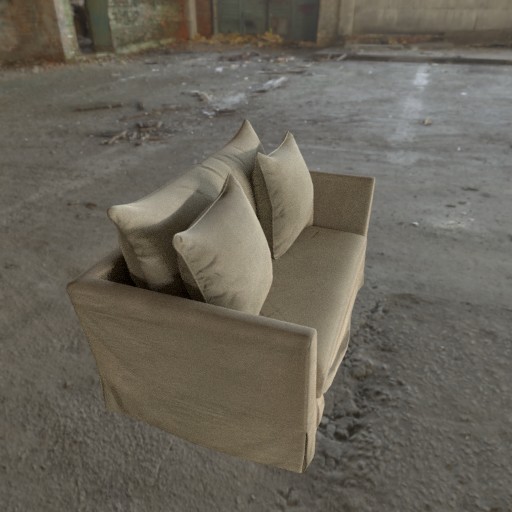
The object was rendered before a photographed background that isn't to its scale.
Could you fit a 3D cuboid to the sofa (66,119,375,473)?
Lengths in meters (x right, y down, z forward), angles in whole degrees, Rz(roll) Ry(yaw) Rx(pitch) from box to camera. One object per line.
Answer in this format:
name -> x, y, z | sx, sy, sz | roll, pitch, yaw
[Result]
sofa -> 0.000, 0.000, 2.290 | 1.035, 1.040, 1.608 | 11, 32, 17
